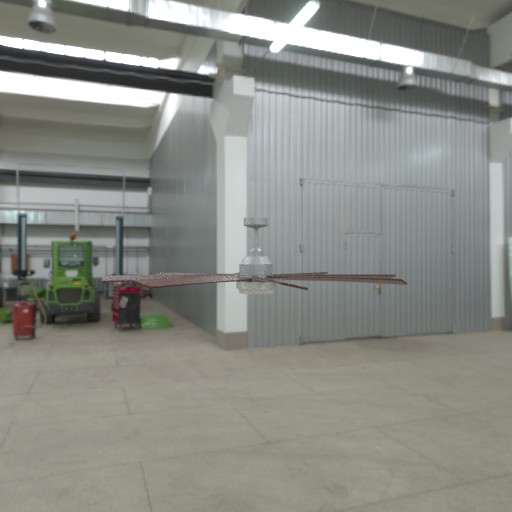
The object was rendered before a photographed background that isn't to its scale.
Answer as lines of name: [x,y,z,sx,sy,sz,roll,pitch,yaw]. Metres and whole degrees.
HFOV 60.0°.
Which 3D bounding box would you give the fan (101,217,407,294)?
fan: [0.000,0.000,2.768,1.830,0.472,1.830,0,-1,35]
